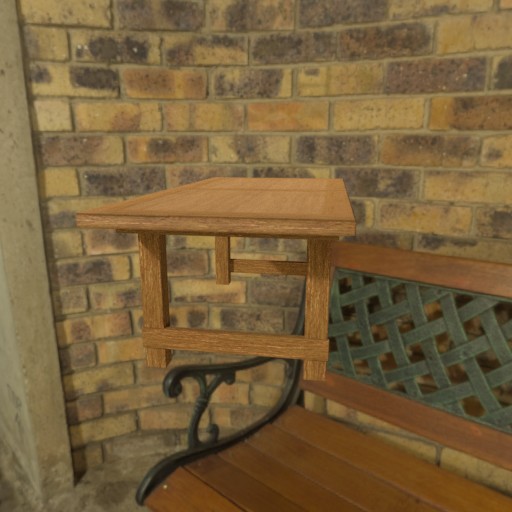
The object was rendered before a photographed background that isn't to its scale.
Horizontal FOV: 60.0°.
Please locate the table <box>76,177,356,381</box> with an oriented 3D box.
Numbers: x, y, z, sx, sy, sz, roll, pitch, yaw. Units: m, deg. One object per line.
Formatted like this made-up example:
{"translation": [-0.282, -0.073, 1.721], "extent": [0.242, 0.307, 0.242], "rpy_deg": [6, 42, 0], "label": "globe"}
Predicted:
{"translation": [0.000, 0.000, 2.568], "extent": [1.000, 0.762, 1.982], "rpy_deg": [2, 14, 9], "label": "table"}
